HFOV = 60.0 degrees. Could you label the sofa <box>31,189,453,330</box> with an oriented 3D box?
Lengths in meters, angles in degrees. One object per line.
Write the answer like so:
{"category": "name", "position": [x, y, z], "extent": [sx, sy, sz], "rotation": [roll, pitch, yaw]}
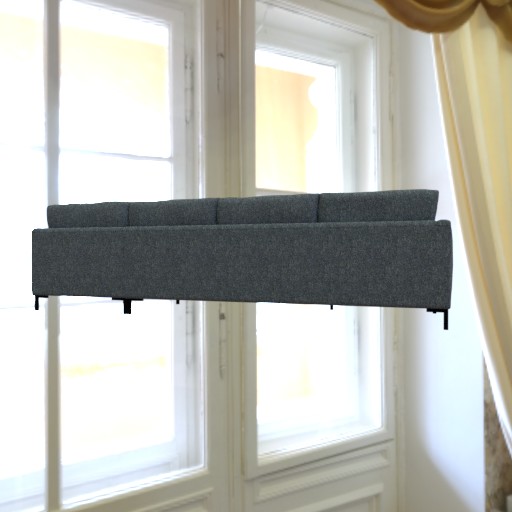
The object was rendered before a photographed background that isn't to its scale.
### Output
{"category": "sofa", "position": [0.000, 0.000, 3.552], "extent": [2.737, 0.756, 1.879], "rotation": [0, 0, 17]}
